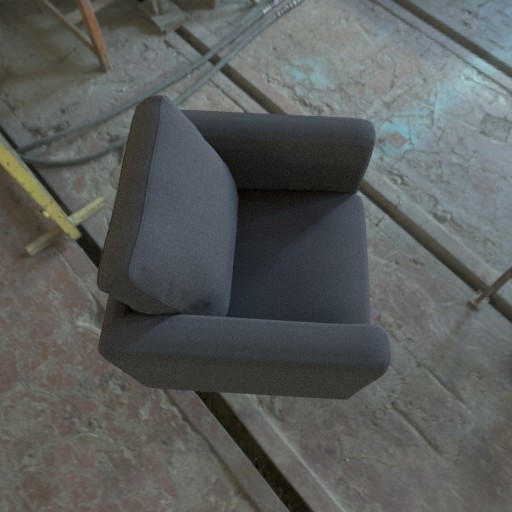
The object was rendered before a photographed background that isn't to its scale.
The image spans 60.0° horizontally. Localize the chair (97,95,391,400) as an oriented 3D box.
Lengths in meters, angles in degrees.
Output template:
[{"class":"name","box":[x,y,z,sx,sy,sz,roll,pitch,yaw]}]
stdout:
[{"class":"chair","box":[0.000,0.000,1.534,0.800,0.927,0.854,3,65,1]}]
